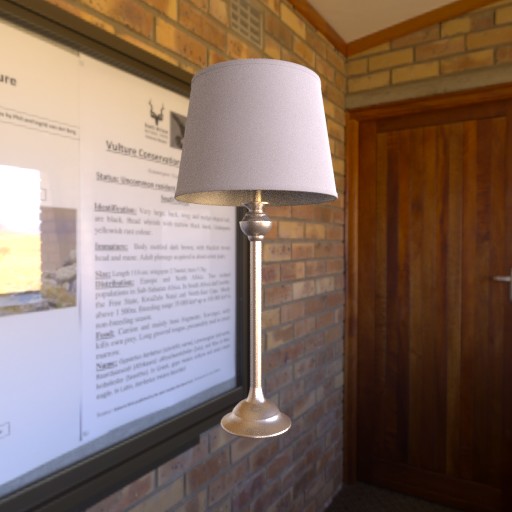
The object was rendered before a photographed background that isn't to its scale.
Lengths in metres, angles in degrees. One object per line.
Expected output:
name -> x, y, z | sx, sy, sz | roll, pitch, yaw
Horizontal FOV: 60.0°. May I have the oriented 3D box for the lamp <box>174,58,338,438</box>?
lamp -> 0.000, 0.000, 0.915 | 0.331, 0.698, 0.331 | 0, 1, 0
